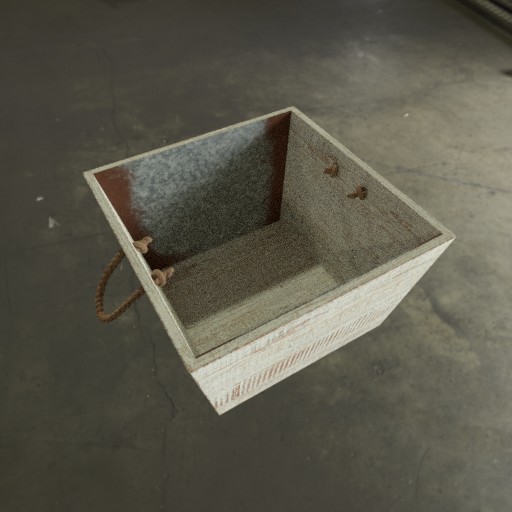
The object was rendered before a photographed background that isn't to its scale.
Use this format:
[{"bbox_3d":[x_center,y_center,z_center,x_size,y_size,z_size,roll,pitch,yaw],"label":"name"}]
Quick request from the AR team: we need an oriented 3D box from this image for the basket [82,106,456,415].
[{"bbox_3d":[0.000,0.000,0.763,0.545,0.247,0.413,-24,52,-20],"label":"basket"}]
